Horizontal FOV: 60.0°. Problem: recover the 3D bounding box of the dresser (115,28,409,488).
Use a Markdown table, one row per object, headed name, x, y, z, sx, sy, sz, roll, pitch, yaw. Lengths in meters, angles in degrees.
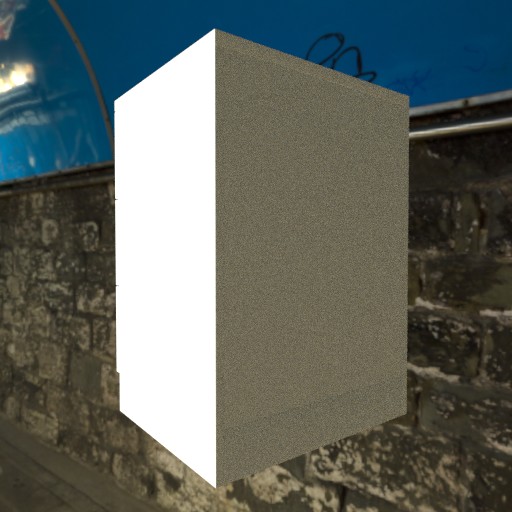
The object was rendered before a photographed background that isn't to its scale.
| name | x | y | z | sx | sy | sz | roll | pitch | yaw |
| --- | --- | --- | --- | --- | --- | --- | --- | --- | --- |
| dresser | 0.000 | 0.000 | 0.803 | 0.400 | 0.560 | 0.360 | -1 | 2 | -37 |
